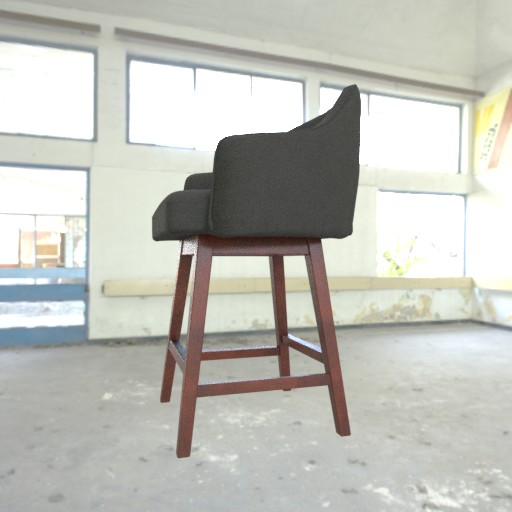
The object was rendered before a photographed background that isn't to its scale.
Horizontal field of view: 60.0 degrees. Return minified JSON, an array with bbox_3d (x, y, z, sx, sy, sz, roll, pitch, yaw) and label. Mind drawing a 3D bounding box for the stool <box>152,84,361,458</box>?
[{"bbox_3d":[0.000,0.000,1.275,0.558,0.912,0.548,0,-1,-17],"label":"stool"}]
